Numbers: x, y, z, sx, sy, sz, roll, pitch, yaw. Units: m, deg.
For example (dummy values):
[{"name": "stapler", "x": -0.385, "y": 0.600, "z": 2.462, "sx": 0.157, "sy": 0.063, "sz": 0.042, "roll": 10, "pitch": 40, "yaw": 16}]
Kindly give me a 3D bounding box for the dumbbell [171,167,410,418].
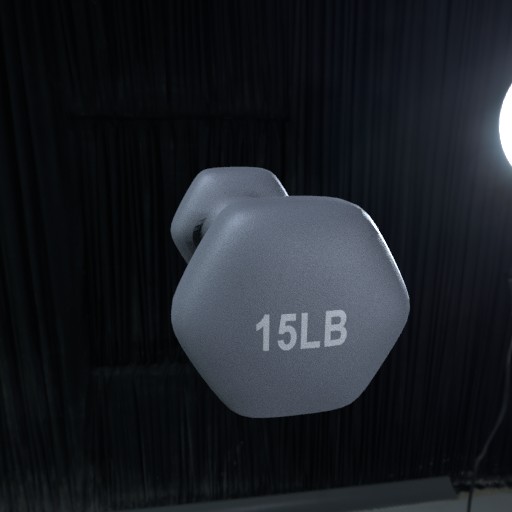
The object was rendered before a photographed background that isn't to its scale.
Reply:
[{"name": "dumbbell", "x": 0.000, "y": 0.000, "z": 0.303, "sx": 0.116, "sy": 0.105, "sz": 0.240, "roll": -3, "pitch": 16, "yaw": -10}]
